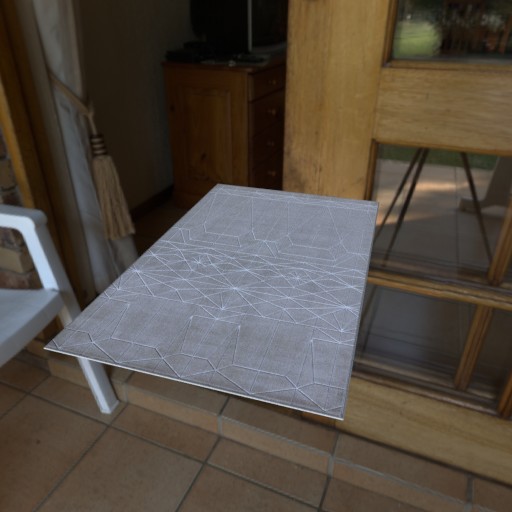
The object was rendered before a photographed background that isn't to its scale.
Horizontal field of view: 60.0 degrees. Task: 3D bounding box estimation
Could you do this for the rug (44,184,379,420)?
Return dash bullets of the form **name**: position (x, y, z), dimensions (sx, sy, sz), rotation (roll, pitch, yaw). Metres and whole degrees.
- **rug**: position (0.000, 0.000, 3.083), dimensions (1.524, 0.012, 2.438), rotation (9, 31, 15)
